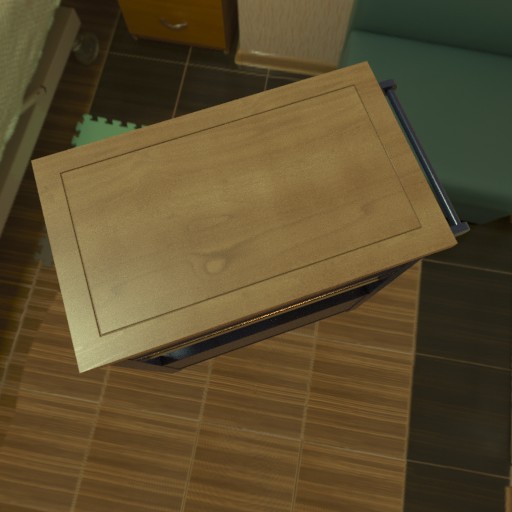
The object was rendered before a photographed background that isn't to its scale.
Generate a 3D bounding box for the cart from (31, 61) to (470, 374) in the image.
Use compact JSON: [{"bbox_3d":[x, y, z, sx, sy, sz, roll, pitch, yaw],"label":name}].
[{"bbox_3d":[0.000,0.000,1.339,0.840,0.901,0.459,-18,75,-5],"label":"cart"}]
